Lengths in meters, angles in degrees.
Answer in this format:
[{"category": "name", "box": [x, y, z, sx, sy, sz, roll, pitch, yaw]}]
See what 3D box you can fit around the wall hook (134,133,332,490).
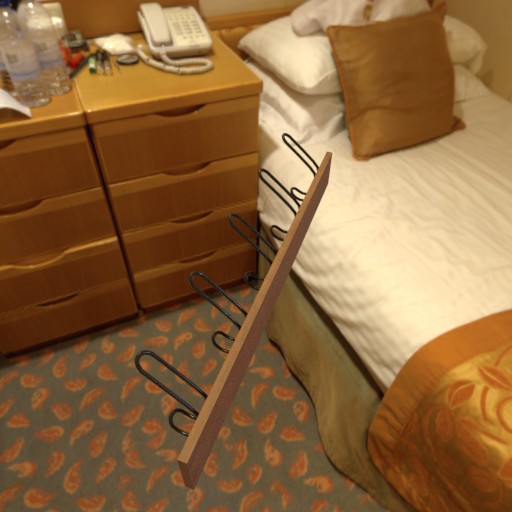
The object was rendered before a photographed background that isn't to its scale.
[{"category": "wall hook", "box": [0.000, 0.000, 0.591, 0.076, 0.116, 0.554, 14, 46, 14]}]
